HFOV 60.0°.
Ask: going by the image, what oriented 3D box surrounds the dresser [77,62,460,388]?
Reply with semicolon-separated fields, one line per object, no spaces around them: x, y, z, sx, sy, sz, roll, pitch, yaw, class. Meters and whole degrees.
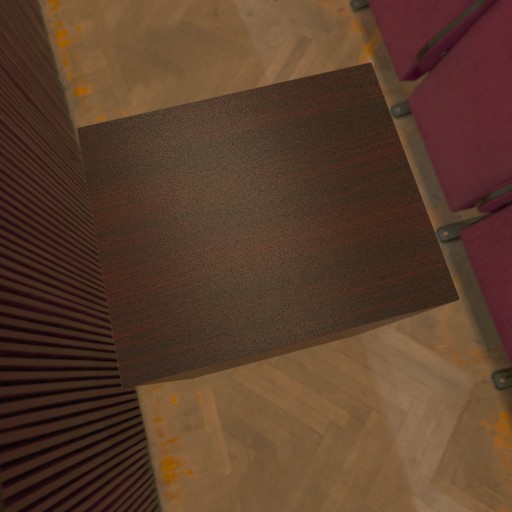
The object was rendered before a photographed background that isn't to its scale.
0.000;0.000;0.820;0.400;0.560;0.360;-14;76;-4;dresser
